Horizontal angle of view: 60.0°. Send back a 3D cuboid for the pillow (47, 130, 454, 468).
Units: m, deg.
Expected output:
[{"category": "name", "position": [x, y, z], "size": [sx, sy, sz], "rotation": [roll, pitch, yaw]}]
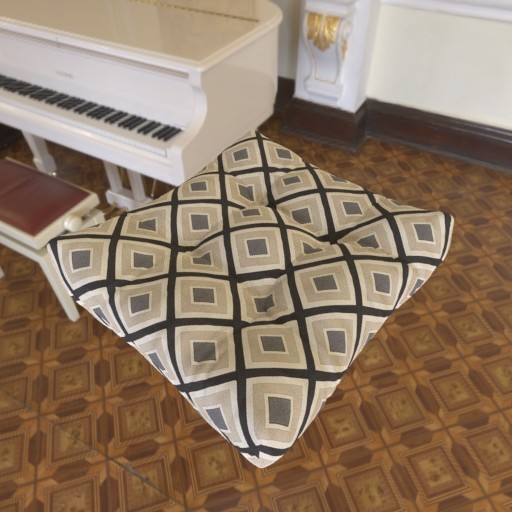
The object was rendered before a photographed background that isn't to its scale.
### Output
[{"category": "pillow", "position": [0.000, 0.000, 0.727], "size": [0.468, 0.128, 0.490], "rotation": [32, 53, 28]}]
